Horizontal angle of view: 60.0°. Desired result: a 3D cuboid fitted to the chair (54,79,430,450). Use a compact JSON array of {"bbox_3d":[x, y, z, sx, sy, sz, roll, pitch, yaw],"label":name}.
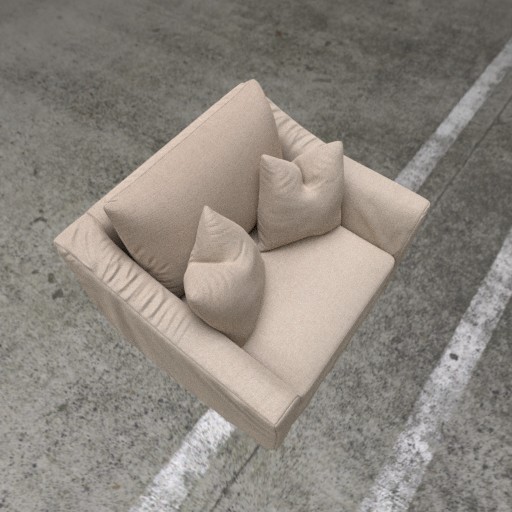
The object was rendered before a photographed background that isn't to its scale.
[{"bbox_3d":[0.000,0.000,2.027,1.071,1.093,1.194,33,64,18],"label":"chair"}]
